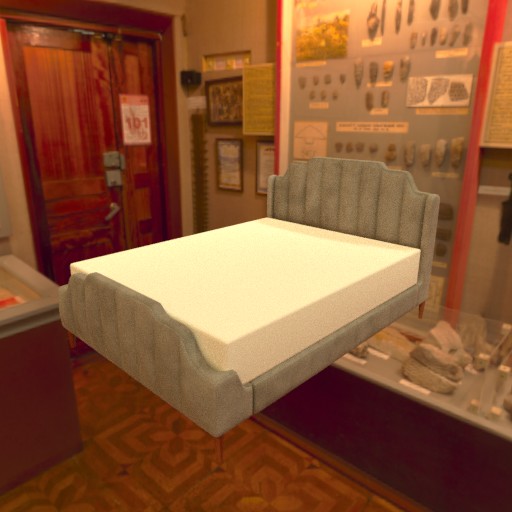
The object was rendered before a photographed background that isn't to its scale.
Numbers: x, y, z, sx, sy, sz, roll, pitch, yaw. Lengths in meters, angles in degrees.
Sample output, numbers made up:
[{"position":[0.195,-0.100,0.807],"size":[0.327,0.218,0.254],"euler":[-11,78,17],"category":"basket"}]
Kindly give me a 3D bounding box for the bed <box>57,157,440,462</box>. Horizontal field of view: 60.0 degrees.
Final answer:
[{"position":[0.000,0.000,3.255],"size":[1.676,1.245,2.340],"euler":[16,24,41],"category":"bed"}]
